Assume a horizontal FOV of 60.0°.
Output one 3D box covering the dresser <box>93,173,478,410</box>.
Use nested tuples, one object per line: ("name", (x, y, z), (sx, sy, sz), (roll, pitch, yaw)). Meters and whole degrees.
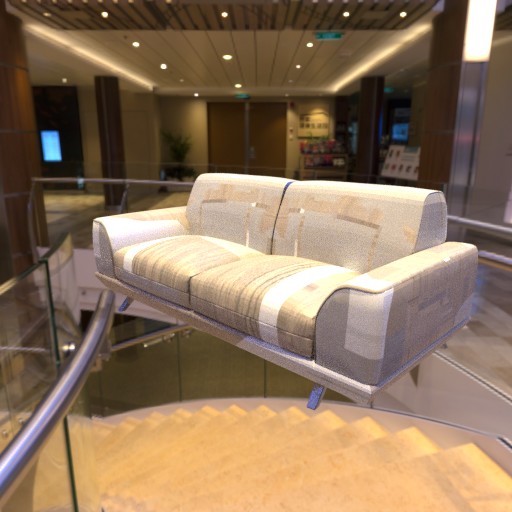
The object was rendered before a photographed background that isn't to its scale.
("dresser", (0.000, 0.000, 5.670), (4.679, 1.863, 2.251), (14, 20, 42))
